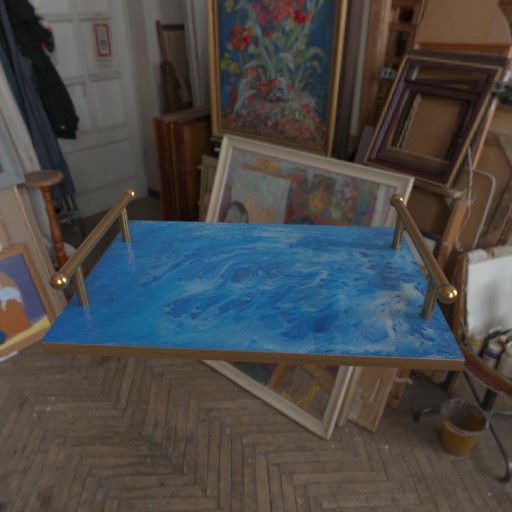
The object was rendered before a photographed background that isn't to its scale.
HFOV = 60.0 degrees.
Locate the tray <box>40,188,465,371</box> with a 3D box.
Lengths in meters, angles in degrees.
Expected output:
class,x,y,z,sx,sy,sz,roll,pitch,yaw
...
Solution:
class,x,y,z,sx,sy,sz,roll,pitch,yaw
tray,0.000,0.000,0.577,0.444,0.084,0.304,2,30,3
